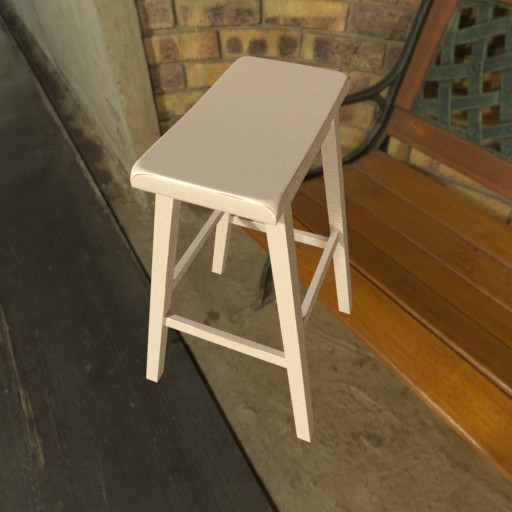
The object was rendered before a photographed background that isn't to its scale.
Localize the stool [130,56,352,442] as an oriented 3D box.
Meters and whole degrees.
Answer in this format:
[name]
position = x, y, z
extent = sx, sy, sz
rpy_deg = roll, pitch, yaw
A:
[stool]
position = 0.000, 0.000, 1.051
extent = 0.476, 0.737, 0.457
rpy_deg = 16, 49, 15
